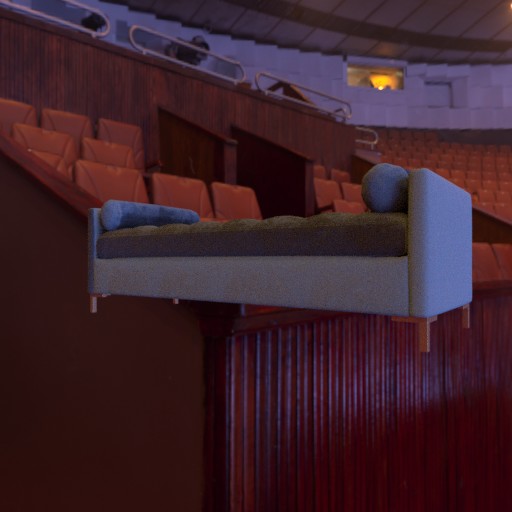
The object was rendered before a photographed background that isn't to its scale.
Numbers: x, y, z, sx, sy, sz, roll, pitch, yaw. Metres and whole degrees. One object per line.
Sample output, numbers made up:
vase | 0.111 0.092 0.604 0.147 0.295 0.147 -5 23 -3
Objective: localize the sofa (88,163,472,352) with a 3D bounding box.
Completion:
sofa | 0.000 0.000 2.482 2.102 0.705 0.796 0 -1 36
